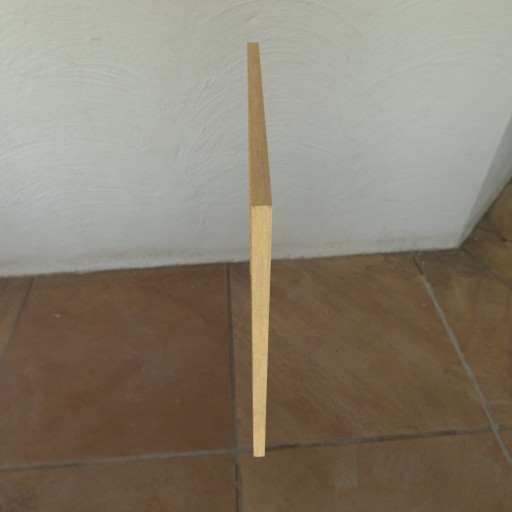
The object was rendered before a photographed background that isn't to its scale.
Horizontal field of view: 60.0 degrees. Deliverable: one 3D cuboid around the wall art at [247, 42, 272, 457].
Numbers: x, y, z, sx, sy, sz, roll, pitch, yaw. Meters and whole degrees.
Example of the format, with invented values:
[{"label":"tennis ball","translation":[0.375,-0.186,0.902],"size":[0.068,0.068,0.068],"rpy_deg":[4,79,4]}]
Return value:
[{"label":"wall art","translation":[0.000,0.000,0.775],"size":[0.020,0.561,0.460],"rpy_deg":[-1,43,-1]}]
